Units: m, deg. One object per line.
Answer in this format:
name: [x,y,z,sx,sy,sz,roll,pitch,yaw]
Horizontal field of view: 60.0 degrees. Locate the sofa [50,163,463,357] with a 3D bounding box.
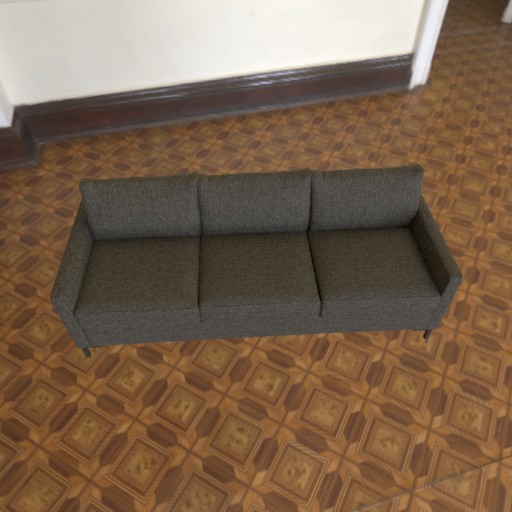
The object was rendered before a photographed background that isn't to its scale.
sofa: [0.000,0.000,2.773,2.253,0.879,0.876,-3,47,-2]
